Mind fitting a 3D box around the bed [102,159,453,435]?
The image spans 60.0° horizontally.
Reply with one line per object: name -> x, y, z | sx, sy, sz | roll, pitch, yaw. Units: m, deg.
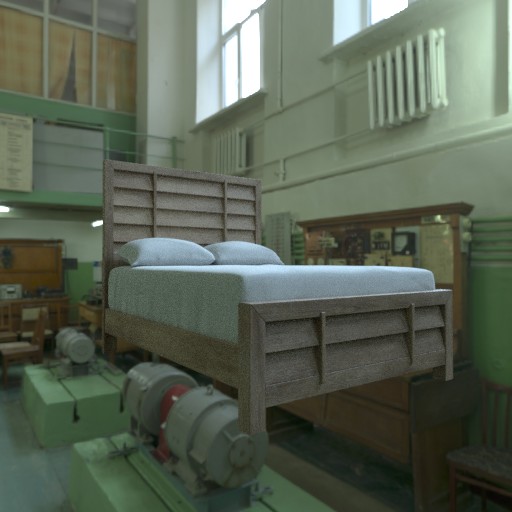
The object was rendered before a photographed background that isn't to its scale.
bed -> 0.000, 0.000, 3.327 | 1.626, 1.626, 2.197 | 0, -1, -36
